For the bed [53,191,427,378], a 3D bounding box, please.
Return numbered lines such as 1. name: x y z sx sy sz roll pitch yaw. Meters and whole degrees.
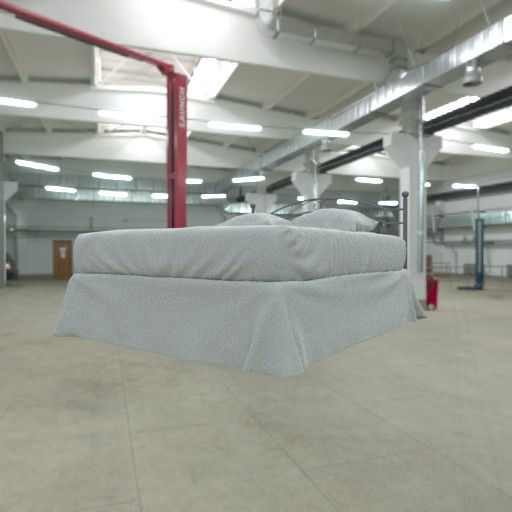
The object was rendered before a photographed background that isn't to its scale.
1. bed: 0.000 0.000 3.323 1.936 1.080 2.215 0 1 36
